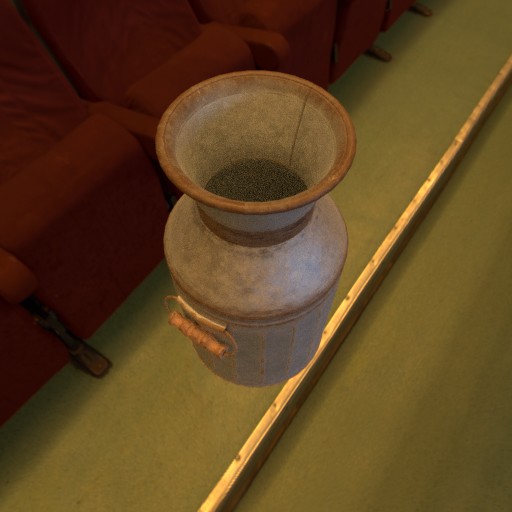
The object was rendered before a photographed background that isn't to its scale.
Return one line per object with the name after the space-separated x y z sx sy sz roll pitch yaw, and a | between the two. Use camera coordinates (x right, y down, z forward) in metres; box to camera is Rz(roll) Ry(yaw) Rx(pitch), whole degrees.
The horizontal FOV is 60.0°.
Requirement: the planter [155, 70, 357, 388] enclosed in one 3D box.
0.000 0.000 0.543 0.214 0.396 0.245 31 63 18 | planter
